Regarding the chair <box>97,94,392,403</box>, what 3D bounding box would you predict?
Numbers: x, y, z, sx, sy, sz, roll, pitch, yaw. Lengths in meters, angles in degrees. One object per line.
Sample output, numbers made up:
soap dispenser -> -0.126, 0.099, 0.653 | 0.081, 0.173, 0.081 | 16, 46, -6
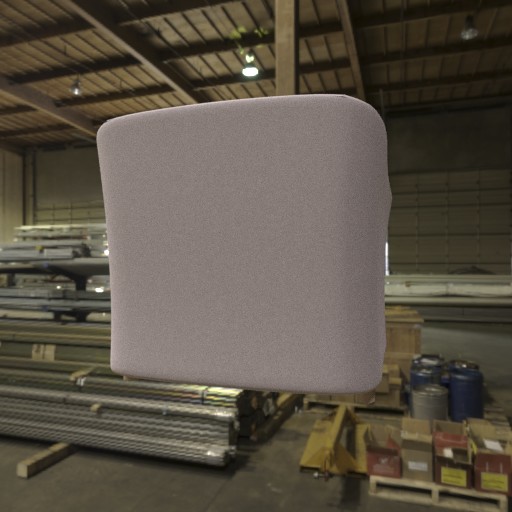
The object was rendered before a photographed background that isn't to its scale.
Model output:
chair -> 0.000, 0.000, 1.349 | 0.790, 0.720, 0.700 | 0, 0, 17
